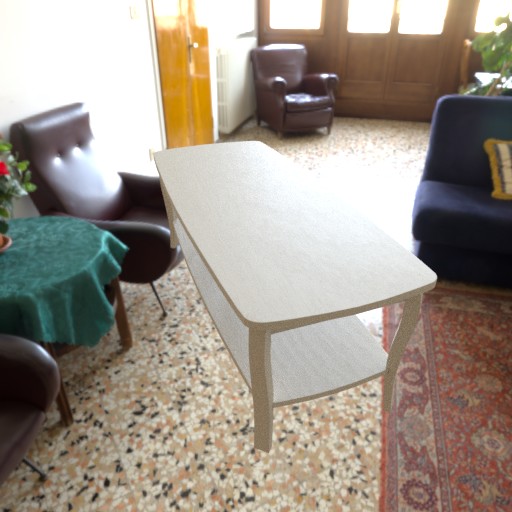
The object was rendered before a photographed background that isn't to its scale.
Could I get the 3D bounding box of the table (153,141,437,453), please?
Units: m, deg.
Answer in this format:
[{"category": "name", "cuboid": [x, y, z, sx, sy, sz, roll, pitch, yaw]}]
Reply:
[{"category": "table", "cuboid": [0.000, 0.000, 1.654, 0.561, 0.474, 1.334, -11, 32, -17]}]
